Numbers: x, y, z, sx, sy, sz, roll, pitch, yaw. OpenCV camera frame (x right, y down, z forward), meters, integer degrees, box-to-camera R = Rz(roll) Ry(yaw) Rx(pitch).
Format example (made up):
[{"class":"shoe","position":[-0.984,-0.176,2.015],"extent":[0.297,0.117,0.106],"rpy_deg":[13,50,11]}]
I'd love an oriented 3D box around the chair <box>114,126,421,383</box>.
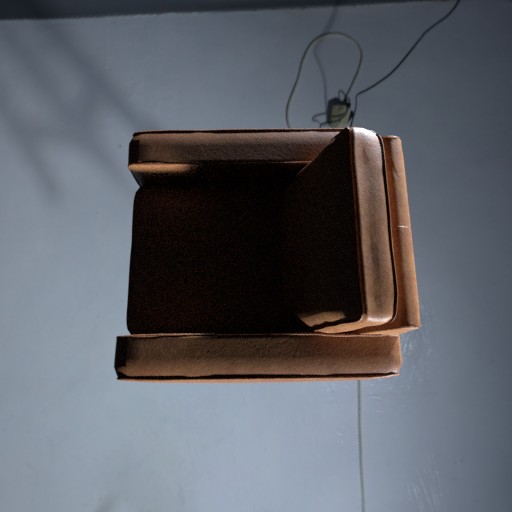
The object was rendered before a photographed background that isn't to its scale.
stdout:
[{"class":"chair","position":[0.000,0.000,1.748],"extent":[1.027,0.901,0.987],"rpy_deg":[-4,75,-1]}]
